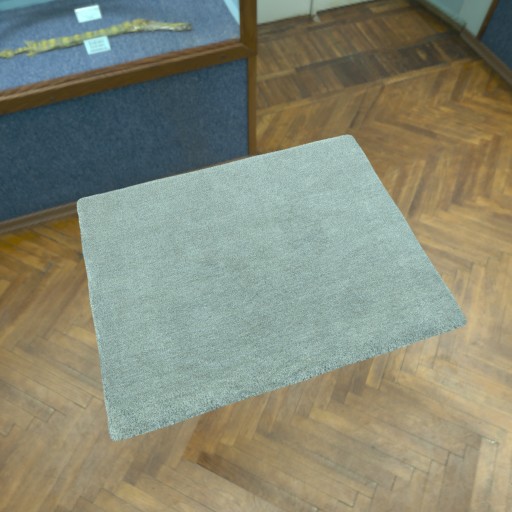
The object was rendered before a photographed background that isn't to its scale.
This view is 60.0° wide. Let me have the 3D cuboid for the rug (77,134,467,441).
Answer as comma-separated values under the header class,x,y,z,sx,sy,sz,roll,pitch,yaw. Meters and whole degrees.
class,x,y,z,sx,sy,sz,roll,pitch,yaw
rug,0.000,0.000,3.947,2.933,0.027,2.332,-16,60,-9
